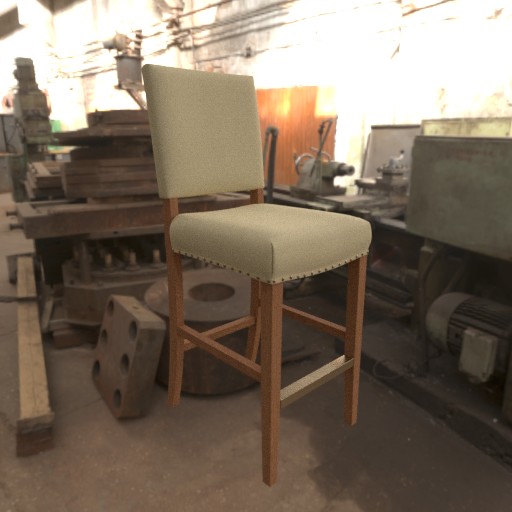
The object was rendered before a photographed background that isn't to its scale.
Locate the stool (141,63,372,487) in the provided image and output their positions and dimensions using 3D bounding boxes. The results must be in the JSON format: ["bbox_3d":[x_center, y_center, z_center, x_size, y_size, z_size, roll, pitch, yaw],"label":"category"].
[{"bbox_3d":[0.000,0.000,1.437,0.445,1.168,0.584,-14,21,-42],"label":"stool"}]
